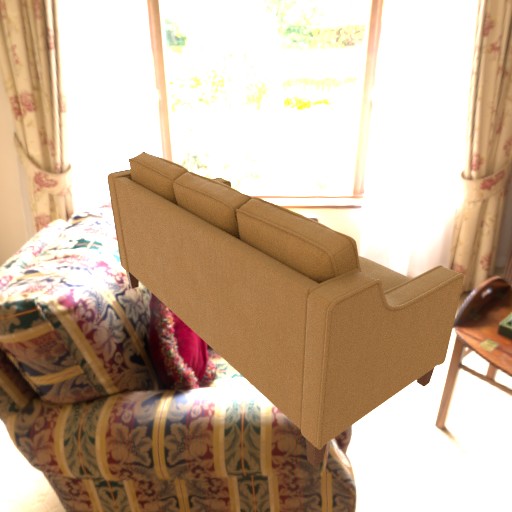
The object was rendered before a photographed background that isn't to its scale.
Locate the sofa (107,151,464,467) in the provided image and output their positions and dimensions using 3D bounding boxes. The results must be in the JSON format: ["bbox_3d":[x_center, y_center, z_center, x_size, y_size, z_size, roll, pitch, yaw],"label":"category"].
[{"bbox_3d":[0.000,0.000,2.543,0.911,0.974,1.986,-19,31,-33],"label":"sofa"}]
